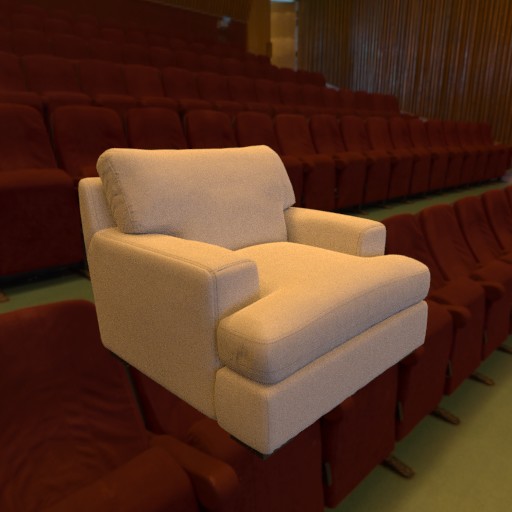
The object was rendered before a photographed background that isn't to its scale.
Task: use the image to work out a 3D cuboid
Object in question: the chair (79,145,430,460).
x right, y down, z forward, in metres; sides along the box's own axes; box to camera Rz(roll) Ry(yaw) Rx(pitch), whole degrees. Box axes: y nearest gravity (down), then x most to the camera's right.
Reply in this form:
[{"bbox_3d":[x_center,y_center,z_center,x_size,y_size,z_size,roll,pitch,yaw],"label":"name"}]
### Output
[{"bbox_3d":[0.000,0.000,1.966,1.158,0.930,1.140,15,21,43],"label":"chair"}]
